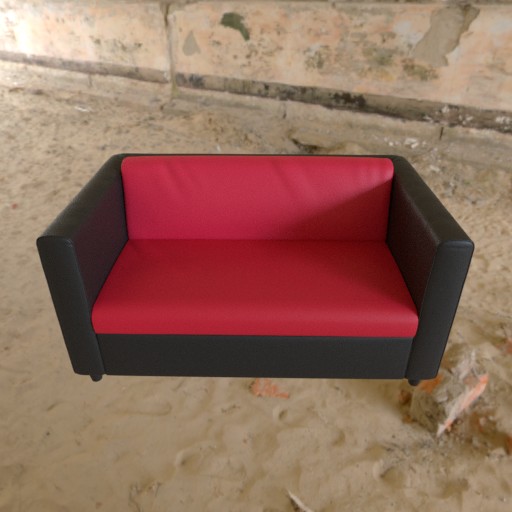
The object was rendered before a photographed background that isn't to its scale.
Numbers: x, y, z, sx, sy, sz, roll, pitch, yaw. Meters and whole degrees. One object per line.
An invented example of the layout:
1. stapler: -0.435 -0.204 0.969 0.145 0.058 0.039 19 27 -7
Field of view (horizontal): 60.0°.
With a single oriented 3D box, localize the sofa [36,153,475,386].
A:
1. sofa: 0.000 0.000 1.915 1.410 0.735 0.845 1 31 1
